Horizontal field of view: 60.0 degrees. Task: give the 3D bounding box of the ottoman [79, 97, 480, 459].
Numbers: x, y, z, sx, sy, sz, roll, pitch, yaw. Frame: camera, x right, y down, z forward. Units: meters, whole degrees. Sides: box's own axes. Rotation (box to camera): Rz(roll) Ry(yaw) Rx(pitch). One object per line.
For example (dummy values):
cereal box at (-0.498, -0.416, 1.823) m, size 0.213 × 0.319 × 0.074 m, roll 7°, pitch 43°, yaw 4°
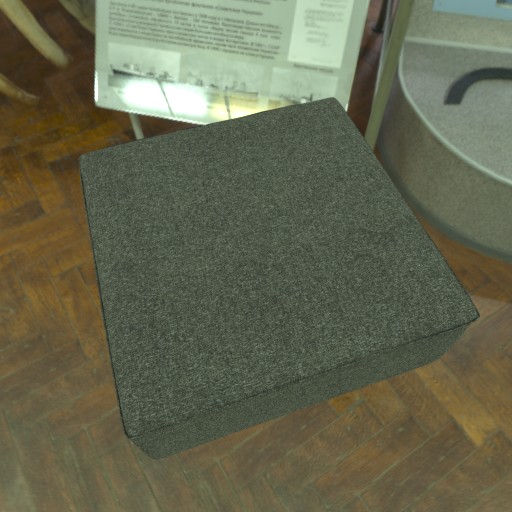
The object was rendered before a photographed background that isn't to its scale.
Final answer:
ottoman at (0.000, 0.000, 1.537) m, size 1.017 × 0.423 × 1.021 m, roll -15°, pitch 59°, yaw -10°
